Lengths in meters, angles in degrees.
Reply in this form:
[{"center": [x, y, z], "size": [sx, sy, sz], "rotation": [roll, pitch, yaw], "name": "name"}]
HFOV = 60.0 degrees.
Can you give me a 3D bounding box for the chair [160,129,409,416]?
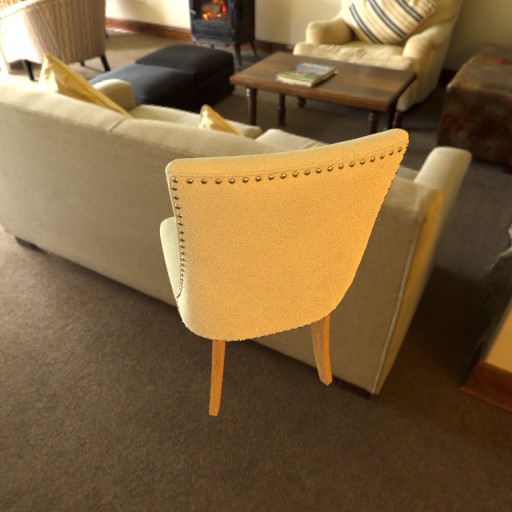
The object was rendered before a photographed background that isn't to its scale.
[{"center": [0.000, 0.000, 1.267], "size": [0.495, 0.902, 0.610], "rotation": [-11, 41, -13], "name": "chair"}]
